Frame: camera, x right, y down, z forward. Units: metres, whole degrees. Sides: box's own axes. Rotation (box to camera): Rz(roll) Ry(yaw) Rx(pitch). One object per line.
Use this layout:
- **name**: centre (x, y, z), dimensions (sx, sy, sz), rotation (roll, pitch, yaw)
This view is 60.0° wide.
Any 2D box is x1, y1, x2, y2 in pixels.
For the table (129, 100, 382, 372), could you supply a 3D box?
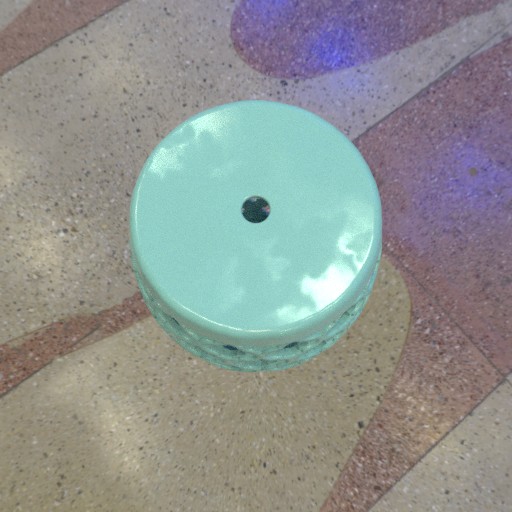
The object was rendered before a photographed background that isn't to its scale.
- **table**: centre (0.000, 0.000, 0.640), dimensions (0.325, 0.388, 0.325), rotation (0, 76, 0)
